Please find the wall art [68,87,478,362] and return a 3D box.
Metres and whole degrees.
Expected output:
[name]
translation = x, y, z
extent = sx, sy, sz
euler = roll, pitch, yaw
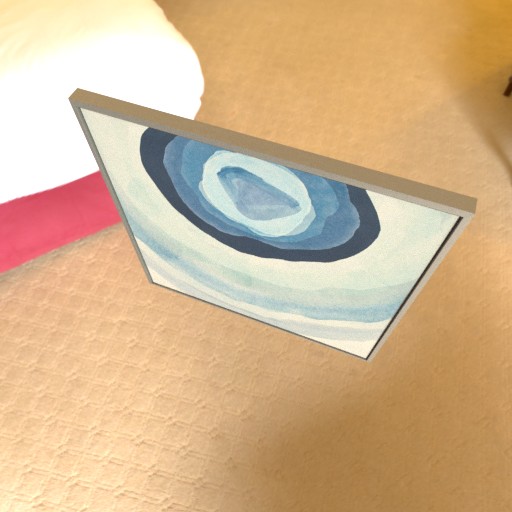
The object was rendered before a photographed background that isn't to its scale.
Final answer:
[wall art]
translation = 0.000, 0.000, 1.179
extent = 0.809, 0.807, 0.038
euler = 18, 61, 11
